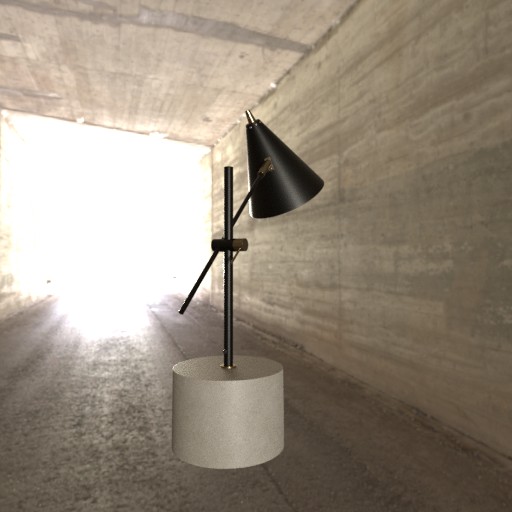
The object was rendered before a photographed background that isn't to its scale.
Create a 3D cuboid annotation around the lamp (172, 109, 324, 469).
[{"bbox_3d":[0.000,0.000,0.715,0.214,0.518,0.403,-1,-1,36],"label":"lamp"}]
